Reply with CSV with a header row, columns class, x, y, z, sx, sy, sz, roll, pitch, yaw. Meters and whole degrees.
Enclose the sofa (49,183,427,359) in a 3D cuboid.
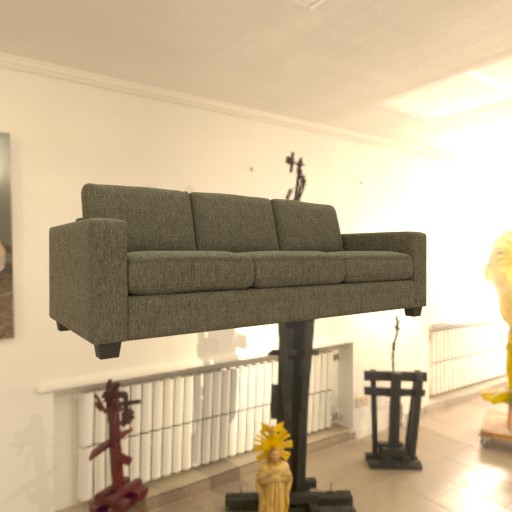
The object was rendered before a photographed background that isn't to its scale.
class,x,y,z,sx,sy,sz,roll,pitch,yaw
sofa,0.000,0.000,2.676,2.160,0.800,0.900,0,1,-35
